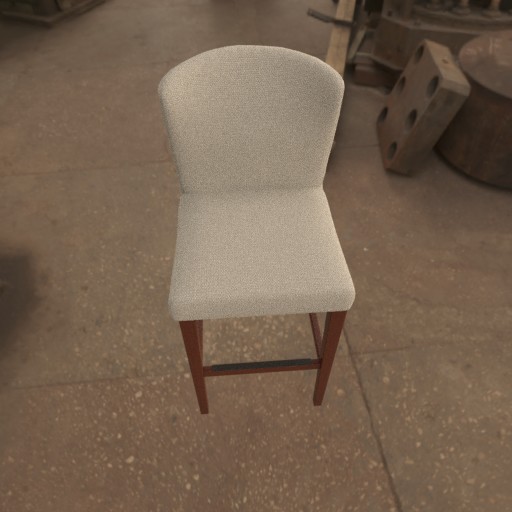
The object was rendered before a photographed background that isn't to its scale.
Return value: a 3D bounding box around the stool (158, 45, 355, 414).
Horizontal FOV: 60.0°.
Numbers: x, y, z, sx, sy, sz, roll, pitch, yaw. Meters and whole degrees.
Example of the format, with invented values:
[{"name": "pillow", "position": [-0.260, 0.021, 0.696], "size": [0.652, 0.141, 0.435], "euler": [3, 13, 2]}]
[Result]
[{"name": "stool", "position": [0.000, 0.000, 1.382], "size": [0.481, 1.069, 0.568], "euler": [-3, 46, -3]}]
